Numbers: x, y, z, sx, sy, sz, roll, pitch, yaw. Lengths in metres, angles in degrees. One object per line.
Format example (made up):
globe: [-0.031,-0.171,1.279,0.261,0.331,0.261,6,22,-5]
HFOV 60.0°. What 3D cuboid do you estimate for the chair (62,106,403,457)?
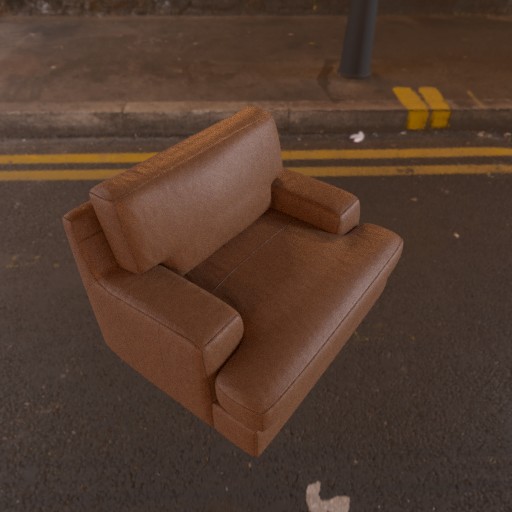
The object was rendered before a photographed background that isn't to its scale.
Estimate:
chair: [0.000,0.000,2.077,1.050,0.978,1.276,26,47,27]
